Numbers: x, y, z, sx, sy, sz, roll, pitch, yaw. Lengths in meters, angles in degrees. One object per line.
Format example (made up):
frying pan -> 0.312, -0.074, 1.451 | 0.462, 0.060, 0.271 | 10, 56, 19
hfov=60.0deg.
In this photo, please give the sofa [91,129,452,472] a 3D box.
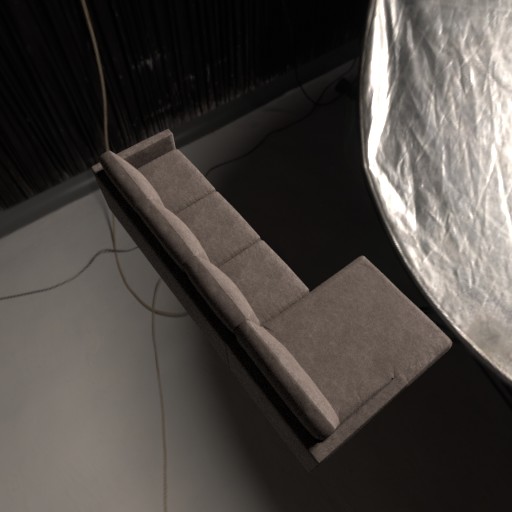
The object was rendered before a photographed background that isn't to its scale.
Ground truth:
sofa -> 0.000, 0.000, 4.241 | 1.606, 0.954, 3.471 | -33, 64, -19
